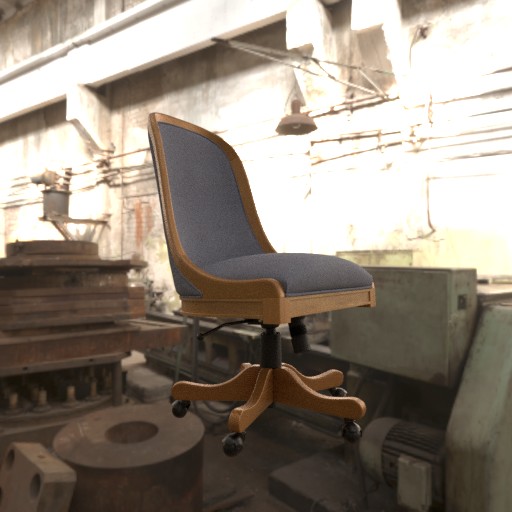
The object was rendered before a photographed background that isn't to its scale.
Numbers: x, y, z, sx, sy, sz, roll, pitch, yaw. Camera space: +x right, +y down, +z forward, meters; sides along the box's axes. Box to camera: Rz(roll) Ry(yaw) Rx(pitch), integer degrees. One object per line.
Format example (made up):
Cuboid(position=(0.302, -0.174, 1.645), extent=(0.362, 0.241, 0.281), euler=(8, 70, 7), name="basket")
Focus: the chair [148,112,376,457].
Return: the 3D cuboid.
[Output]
Cuboid(position=(0.000, 0.000, 1.435), extent=(0.735, 1.031, 0.605), euler=(-1, -2, 37), name="chair")
